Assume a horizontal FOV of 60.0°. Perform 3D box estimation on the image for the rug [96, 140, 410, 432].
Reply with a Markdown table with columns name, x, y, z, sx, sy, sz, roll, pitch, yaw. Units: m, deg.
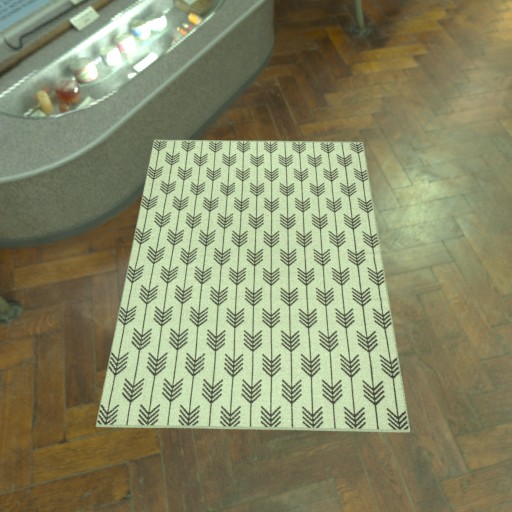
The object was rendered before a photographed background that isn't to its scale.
| name | x | y | z | sx | sy | sz | roll | pitch | yaw |
| --- | --- | --- | --- | --- | --- | --- | --- | --- | --- |
| rug | 0.000 | 0.000 | 4.109 | 2.330 | 0.010 | 3.061 | 1 | 57 | 1 |
